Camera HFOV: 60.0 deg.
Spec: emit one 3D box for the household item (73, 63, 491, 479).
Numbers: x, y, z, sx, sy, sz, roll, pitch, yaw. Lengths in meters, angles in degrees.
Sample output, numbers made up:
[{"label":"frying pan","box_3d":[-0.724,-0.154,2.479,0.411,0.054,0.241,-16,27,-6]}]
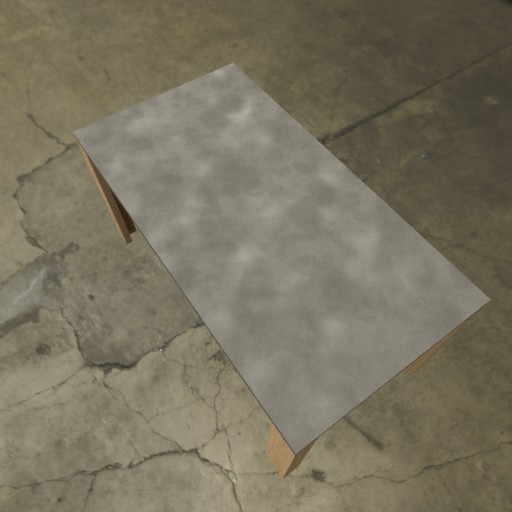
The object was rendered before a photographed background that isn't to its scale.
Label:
[{"label":"household item","box_3d":[0.000,0.000,2.061,0.850,0.755,1.600,-31,63,-18]}]
